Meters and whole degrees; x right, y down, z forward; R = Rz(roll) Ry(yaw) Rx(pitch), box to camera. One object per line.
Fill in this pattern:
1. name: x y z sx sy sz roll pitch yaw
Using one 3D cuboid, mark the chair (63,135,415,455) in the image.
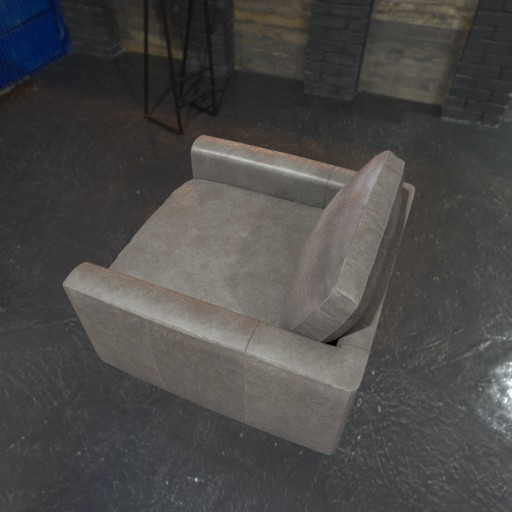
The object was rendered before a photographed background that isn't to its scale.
1. chair: 0.000 0.000 1.861 1.080 0.807 1.106 17 49 15
